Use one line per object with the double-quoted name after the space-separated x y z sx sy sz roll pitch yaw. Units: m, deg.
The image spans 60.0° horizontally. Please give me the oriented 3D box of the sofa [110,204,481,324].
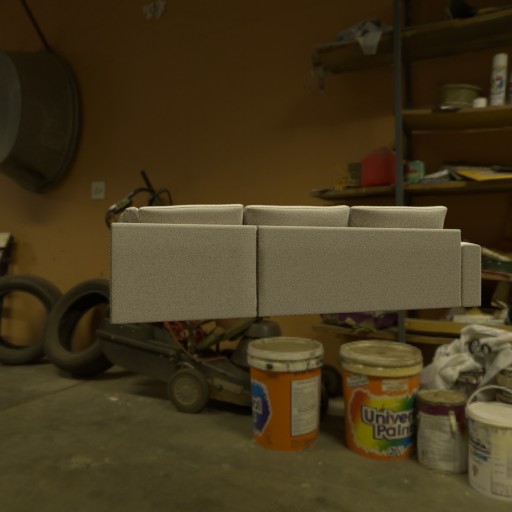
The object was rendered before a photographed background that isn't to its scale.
0.000 0.000 4.886 3.066 0.918 3.206 0 1 -18 "sofa"
